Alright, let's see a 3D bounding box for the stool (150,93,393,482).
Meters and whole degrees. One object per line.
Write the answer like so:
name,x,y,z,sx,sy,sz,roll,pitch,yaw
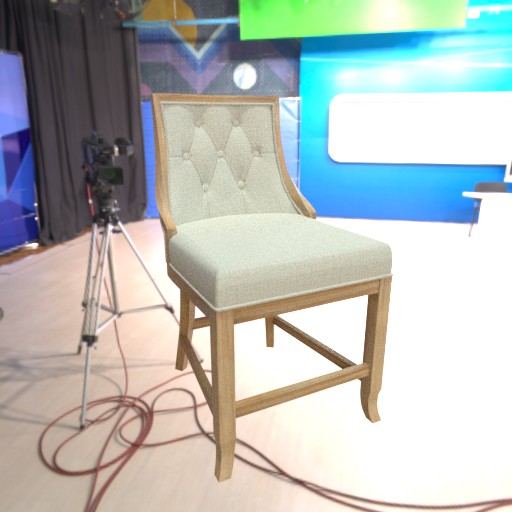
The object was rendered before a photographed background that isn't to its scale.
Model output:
stool,0.000,0.000,1.339,0.524,0.938,0.626,-9,19,-26
